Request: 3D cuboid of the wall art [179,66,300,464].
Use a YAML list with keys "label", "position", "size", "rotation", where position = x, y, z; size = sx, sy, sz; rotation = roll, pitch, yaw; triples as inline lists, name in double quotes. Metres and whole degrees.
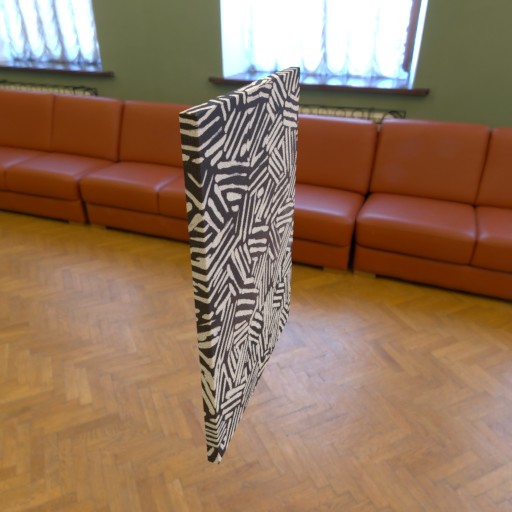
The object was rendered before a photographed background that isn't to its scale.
- label: "wall art"
  position: [0.000, 0.000, 1.388]
  size: [0.038, 1.017, 0.765]
  rotation: [10, 31, 17]
